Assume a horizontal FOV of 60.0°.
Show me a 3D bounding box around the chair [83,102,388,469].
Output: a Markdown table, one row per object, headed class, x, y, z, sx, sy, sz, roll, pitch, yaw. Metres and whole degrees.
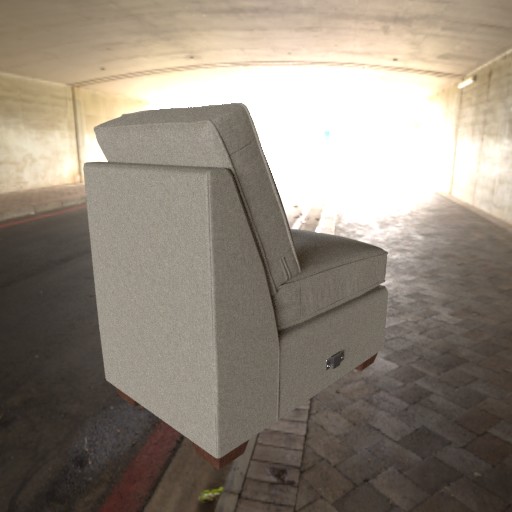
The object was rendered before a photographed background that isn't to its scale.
| class | x | y | z | sx | sy | sz | roll | pitch | yaw |
| --- | --- | --- | --- | --- | --- | --- | --- | --- | --- |
| chair | 0.000 | 0.000 | 1.721 | 0.674 | 1.058 | 1.020 | 13 | 19 | 42 |
